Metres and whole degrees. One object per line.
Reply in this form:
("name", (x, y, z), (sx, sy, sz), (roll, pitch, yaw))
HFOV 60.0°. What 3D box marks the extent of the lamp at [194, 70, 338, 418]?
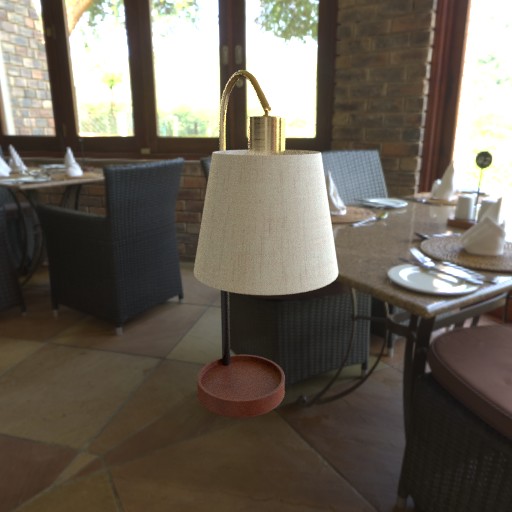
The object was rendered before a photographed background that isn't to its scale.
("lamp", (0.000, 0.000, 0.676), (0.211, 0.536, 0.273), (-8, 18, -26))
